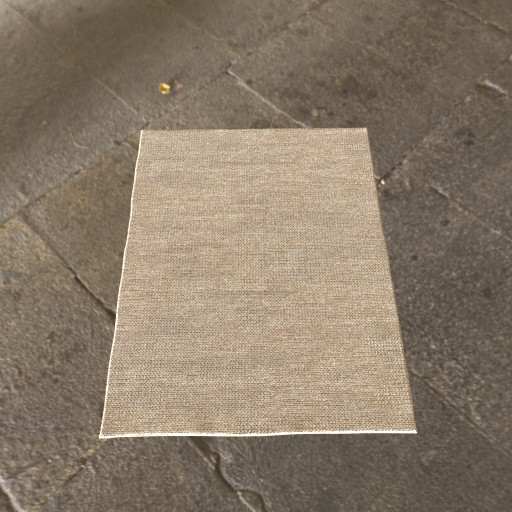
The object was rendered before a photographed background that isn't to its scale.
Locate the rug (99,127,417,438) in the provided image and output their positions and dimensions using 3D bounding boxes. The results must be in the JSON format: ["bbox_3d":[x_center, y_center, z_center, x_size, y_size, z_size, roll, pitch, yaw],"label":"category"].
[{"bbox_3d":[0.000,0.000,4.049,2.429,0.030,3.052,-1,64,0],"label":"rug"}]
